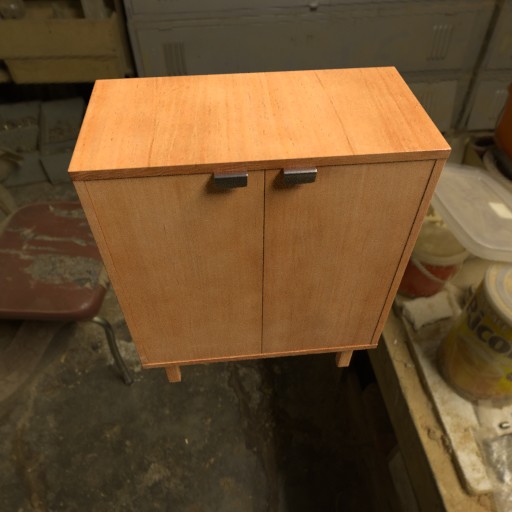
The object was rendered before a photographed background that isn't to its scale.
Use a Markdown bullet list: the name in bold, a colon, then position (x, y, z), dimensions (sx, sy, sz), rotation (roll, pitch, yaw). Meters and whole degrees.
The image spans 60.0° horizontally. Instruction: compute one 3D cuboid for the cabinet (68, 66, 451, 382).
- **cabinet**: position (0.000, 0.000, 1.414), dimensions (0.800, 1.001, 0.419), rotation (-4, 47, -4)
